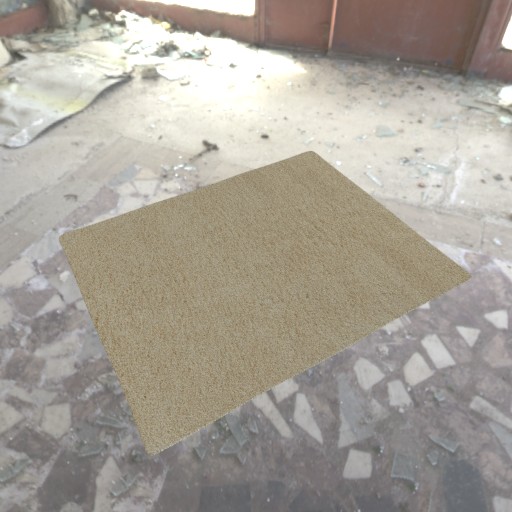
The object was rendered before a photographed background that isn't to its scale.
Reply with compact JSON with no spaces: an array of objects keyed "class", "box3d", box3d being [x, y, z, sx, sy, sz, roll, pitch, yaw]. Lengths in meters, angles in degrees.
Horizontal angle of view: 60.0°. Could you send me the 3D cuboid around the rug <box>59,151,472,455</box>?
[{"class":"rug","box3d":[0.000,0.000,4.061,3.001,0.025,2.401,-23,49,-21]}]
